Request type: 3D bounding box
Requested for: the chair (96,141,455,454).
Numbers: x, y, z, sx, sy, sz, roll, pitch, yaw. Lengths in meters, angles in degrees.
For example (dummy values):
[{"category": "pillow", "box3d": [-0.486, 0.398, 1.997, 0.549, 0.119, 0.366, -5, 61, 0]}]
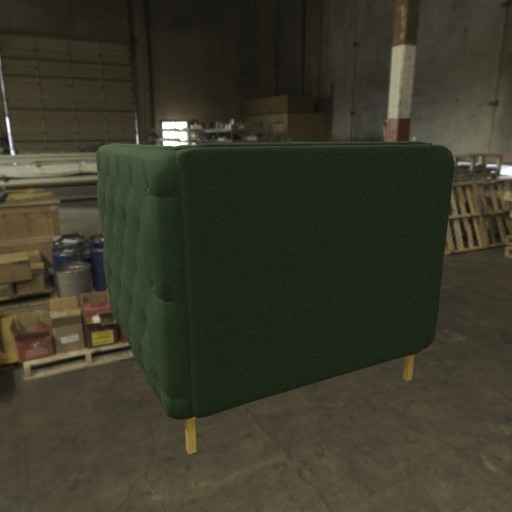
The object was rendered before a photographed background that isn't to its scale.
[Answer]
[{"category": "chair", "box3d": [0.000, 0.000, 1.522, 0.917, 0.768, 0.855, -8, 17, -26]}]
